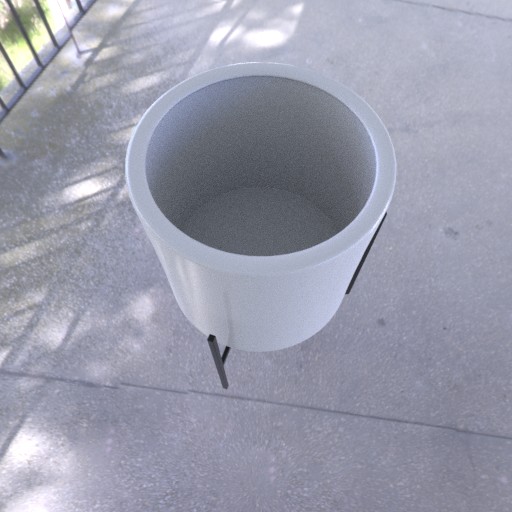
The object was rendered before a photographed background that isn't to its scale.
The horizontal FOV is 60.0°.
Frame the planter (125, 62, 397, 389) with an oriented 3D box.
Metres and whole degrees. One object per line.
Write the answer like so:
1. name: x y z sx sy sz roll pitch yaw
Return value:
1. planter: 0.000 0.000 0.741 0.360 0.480 0.361 18 64 9
